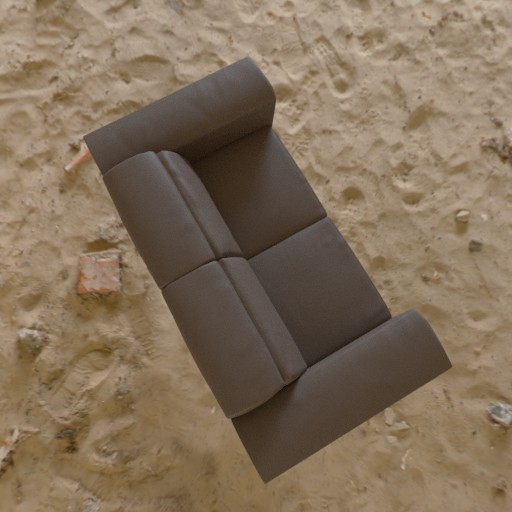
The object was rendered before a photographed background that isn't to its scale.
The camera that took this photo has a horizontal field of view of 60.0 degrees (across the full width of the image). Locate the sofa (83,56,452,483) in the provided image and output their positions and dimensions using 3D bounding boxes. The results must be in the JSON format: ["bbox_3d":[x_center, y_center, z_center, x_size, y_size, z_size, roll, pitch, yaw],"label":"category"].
[{"bbox_3d":[0.000,0.000,2.346,1.003,0.779,1.895,-29,78,-7],"label":"sofa"}]
